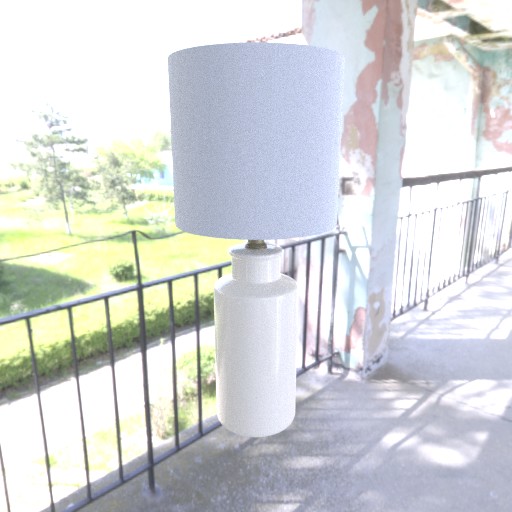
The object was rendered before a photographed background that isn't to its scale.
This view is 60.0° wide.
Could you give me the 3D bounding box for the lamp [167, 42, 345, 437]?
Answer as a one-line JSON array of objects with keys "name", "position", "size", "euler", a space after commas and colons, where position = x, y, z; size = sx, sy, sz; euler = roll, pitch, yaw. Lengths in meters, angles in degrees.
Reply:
[{"name": "lamp", "position": [0.000, 0.000, 0.602], "size": [0.212, 0.493, 0.212], "euler": [14, 21, 43]}]
